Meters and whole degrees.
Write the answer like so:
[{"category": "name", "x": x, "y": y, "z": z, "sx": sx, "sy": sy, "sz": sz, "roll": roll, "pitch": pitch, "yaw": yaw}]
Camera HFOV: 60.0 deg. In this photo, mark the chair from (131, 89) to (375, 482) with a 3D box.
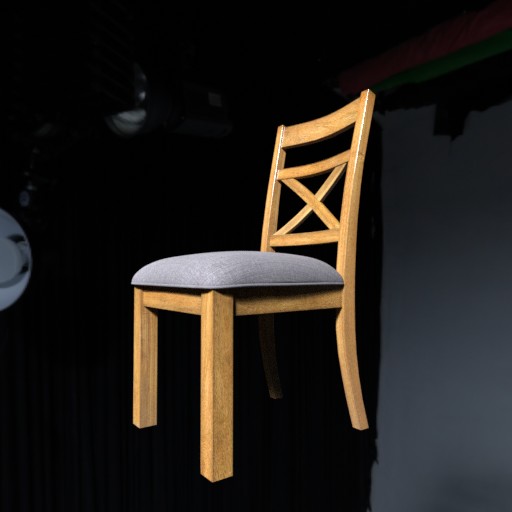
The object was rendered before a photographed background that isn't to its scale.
[{"category": "chair", "x": 0.000, "y": 0.000, "z": 1.260, "sx": 0.581, "sy": 0.949, "sz": 0.470, "roll": 2, "pitch": -3, "yaw": -36}]
